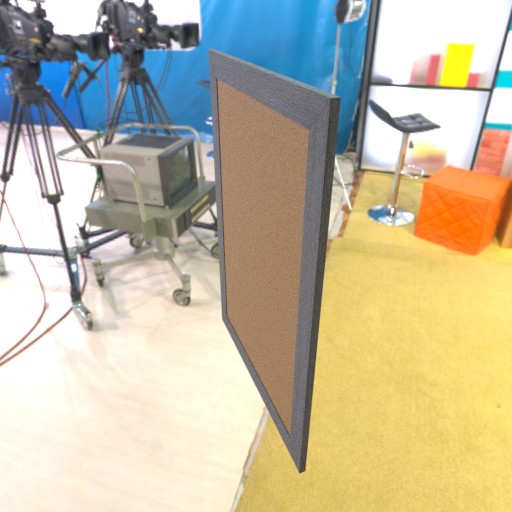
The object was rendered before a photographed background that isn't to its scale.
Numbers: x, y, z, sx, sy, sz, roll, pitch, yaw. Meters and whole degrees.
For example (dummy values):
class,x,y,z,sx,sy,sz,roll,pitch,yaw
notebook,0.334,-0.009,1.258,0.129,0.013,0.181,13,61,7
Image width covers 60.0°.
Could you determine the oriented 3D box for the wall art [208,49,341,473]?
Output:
class,x,y,z,sx,sy,sz,roll,pitch,yaw
wall art,0.000,0.000,1.348,0.020,1.070,0.768,-11,33,-18
